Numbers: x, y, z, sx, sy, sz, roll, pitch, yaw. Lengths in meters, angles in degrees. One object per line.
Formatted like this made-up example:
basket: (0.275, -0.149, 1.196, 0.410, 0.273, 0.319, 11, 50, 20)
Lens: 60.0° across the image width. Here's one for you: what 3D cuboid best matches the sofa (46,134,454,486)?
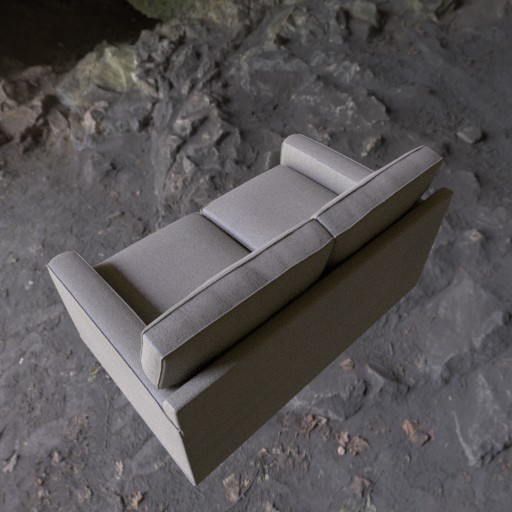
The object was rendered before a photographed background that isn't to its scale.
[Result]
sofa: (0.000, 0.000, 1.984, 1.484, 0.853, 0.940, -34, 55, -28)
